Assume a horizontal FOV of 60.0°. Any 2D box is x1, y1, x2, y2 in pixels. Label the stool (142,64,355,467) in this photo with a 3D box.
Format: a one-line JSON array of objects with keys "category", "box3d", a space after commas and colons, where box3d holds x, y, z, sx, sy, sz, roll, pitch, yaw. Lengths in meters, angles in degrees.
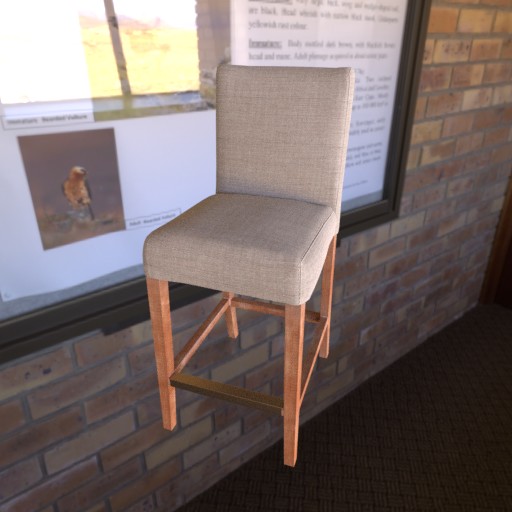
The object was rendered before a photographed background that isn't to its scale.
[{"category": "stool", "box3d": [0.000, 0.000, 1.341, 0.454, 1.039, 0.567, 9, 27, 18]}]
